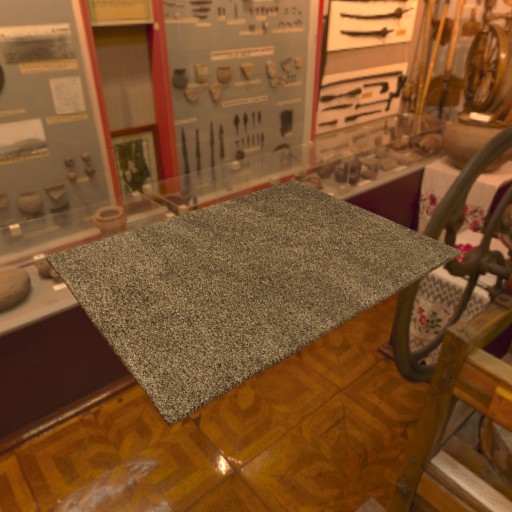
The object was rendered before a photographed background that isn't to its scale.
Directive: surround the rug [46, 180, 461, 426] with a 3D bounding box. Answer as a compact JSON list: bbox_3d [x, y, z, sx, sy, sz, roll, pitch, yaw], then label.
[{"bbox_3d":[0.000,0.000,2.128,1.601,0.025,1.198,-22,38,-32],"label":"rug"}]
